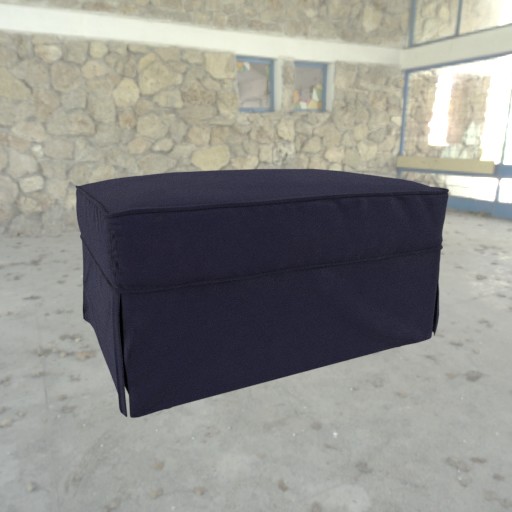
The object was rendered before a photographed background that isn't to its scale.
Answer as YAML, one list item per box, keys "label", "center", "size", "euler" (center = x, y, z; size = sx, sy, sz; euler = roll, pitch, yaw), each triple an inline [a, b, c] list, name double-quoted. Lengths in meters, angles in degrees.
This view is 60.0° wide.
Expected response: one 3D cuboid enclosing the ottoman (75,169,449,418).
- label: "ottoman"
  center: [0.000, 0.000, 1.314]
  size: [0.938, 0.503, 0.637]
  euler: [-7, 16, -26]
